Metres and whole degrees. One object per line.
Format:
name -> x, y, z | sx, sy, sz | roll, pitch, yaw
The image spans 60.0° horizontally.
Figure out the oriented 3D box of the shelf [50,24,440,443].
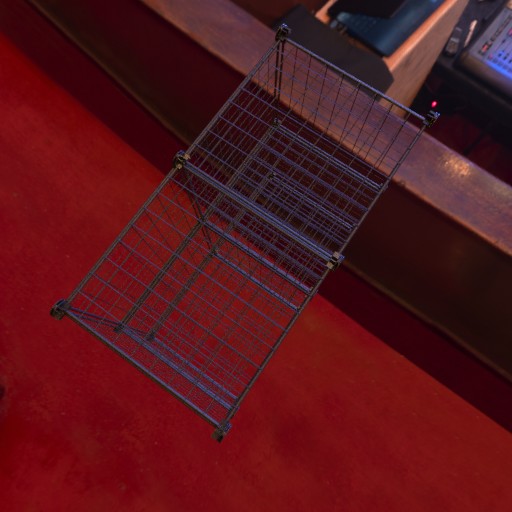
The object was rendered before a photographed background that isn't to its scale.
shelf -> 0.000, 0.000, 1.130 | 0.356, 0.711, 0.711 | 34, 78, 8
